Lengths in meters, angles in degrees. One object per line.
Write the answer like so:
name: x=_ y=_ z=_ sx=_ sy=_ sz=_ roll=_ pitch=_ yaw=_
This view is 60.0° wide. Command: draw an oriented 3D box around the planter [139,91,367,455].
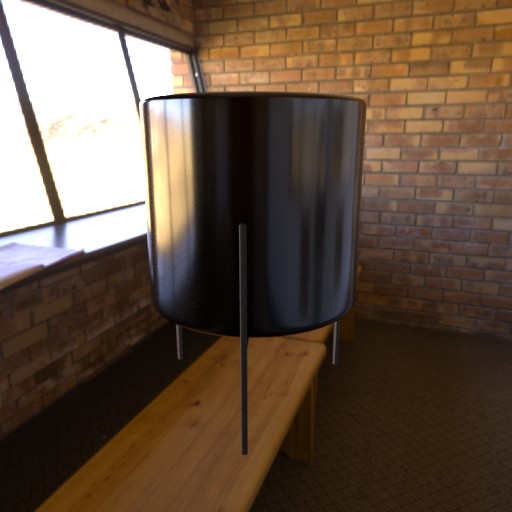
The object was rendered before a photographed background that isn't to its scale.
planter: x=0.000 y=0.000 z=0.655 sx=0.310 sy=0.432 sz=0.310 roll=-3 pitch=15 yaw=-11
